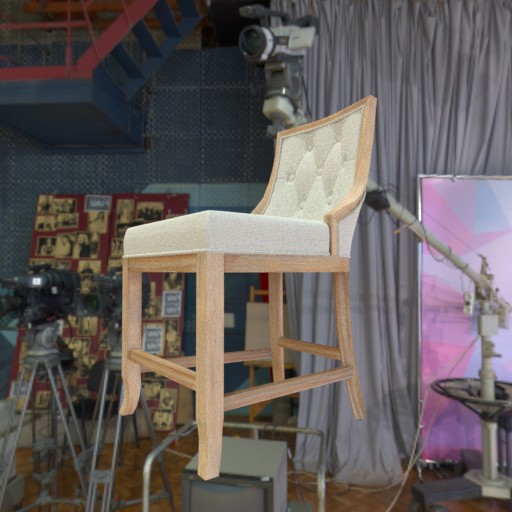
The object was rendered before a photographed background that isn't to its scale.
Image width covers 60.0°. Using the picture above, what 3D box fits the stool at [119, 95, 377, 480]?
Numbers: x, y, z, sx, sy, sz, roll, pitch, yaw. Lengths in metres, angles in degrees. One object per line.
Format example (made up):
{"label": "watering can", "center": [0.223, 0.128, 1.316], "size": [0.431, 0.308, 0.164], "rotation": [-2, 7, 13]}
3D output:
{"label": "stool", "center": [0.000, 0.000, 1.302], "size": [0.626, 0.938, 0.524], "rotation": [1, -2, -36]}
